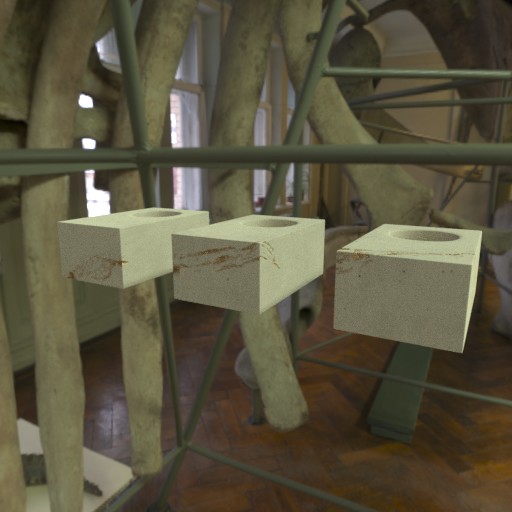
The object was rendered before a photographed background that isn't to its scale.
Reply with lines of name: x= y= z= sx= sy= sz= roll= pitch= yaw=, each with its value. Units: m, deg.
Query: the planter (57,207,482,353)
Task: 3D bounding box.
planter: x=0.000 y=0.000 z=0.375 sx=0.333 sy=0.051 sz=0.127 roll=7 pitch=14 yaw=28
